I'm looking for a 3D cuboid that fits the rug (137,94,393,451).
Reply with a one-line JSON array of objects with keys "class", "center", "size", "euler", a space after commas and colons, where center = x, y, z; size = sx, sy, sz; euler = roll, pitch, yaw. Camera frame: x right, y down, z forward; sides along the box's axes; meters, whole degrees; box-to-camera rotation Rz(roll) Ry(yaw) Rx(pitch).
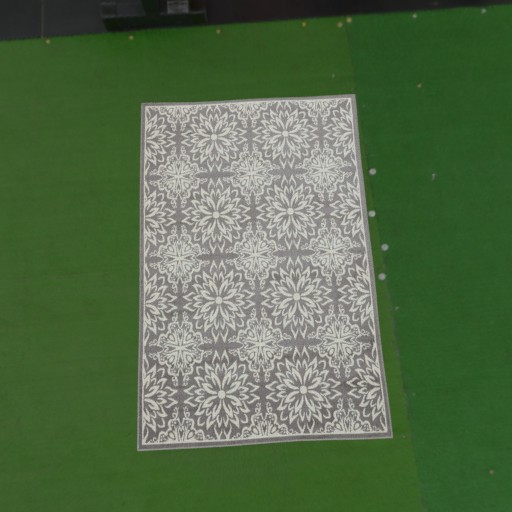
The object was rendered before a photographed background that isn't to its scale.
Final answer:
[{"class": "rug", "center": [0.000, 0.000, 2.321], "size": [1.224, 0.012, 1.847], "euler": [-3, 77, -1]}]
